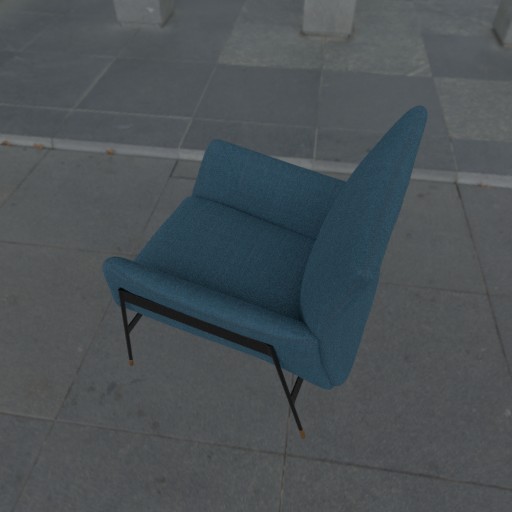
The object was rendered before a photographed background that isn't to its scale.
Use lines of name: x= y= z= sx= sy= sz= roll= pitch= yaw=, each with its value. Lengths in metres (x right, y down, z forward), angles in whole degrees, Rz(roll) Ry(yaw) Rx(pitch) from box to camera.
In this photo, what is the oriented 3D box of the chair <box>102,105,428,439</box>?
chair: x=0.000 y=0.000 z=1.411 sx=0.769 sy=0.859 sz=0.678 roll=17 pitch=49 yaw=16
